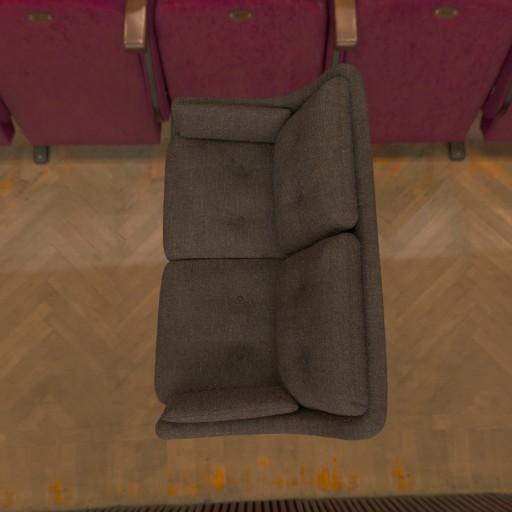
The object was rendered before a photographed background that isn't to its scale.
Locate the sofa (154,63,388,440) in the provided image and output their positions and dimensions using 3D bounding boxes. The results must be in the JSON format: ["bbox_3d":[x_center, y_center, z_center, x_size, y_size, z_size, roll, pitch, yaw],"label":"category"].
[{"bbox_3d":[0.000,0.000,2.165,0.976,0.887,1.646,0,76,0],"label":"sofa"}]
